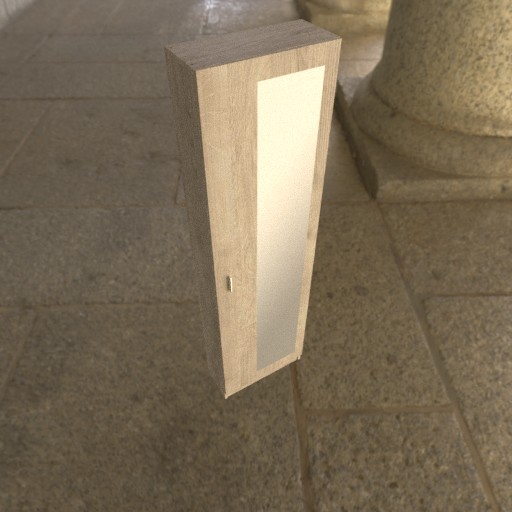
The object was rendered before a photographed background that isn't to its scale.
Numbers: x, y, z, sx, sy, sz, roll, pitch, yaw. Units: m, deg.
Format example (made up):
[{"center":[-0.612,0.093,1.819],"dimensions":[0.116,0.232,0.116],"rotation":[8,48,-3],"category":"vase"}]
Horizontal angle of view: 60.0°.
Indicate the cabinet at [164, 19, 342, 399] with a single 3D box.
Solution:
[{"center":[0.000,0.000,1.959],"dimensions":[0.500,1.790,0.230],"rotation":[-23,48,-22],"category":"cabinet"}]
